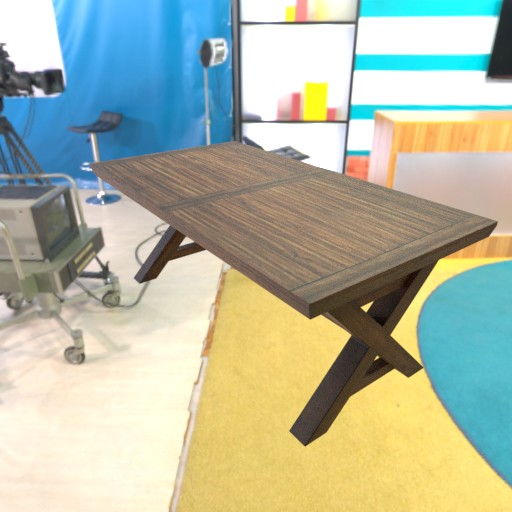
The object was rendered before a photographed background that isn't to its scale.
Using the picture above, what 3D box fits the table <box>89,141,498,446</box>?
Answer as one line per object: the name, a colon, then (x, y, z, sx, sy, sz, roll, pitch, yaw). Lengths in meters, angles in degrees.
table: (0.000, 0.000, 2.457, 1.071, 0.793, 1.966, -18, 32, -32)
